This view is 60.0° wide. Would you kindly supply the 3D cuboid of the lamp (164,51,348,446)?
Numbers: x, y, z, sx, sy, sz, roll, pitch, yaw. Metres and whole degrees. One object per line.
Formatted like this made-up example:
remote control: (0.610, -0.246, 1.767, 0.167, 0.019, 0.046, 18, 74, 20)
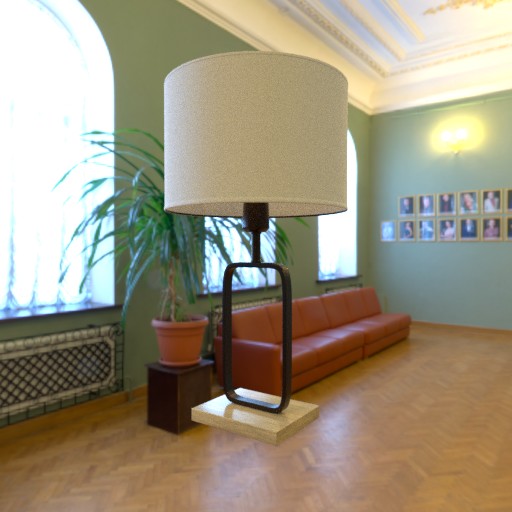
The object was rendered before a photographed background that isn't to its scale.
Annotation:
lamp: (0.000, 0.000, 0.687, 0.279, 0.508, 0.279, 1, 1, 35)
